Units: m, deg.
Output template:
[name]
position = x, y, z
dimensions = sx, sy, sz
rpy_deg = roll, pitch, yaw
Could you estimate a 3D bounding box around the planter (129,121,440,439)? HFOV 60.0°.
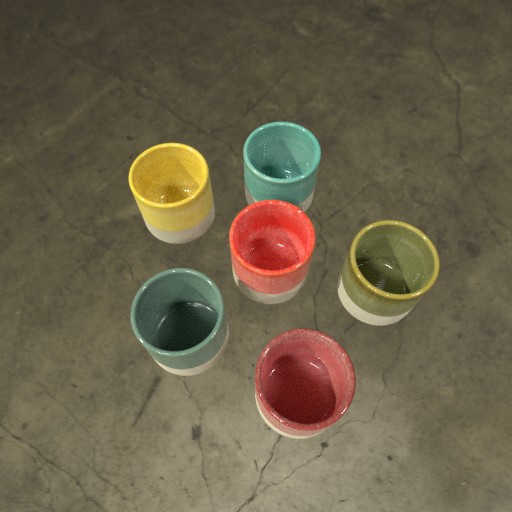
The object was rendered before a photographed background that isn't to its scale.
[planter]
position = 0.000, 0.000, 0.416
dimensions = 0.286, 0.075, 0.257
rpy_deg = 34, 68, 16
